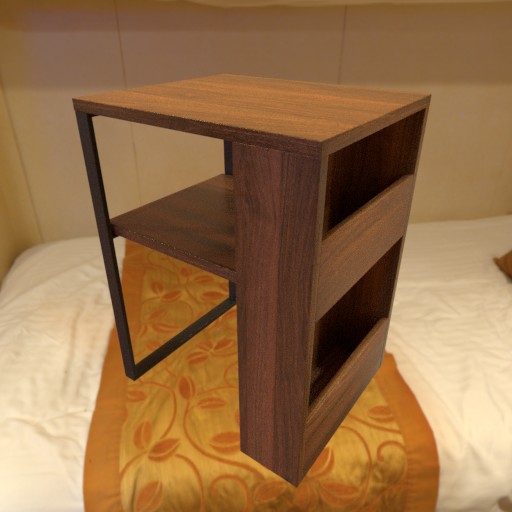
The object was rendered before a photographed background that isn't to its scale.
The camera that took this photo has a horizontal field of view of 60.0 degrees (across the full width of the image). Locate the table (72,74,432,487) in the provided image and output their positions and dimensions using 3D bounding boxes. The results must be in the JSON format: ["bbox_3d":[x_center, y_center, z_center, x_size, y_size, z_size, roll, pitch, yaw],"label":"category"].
[{"bbox_3d":[0.000,0.000,1.513,0.786,1.041,0.660,20,34,31],"label":"table"}]
